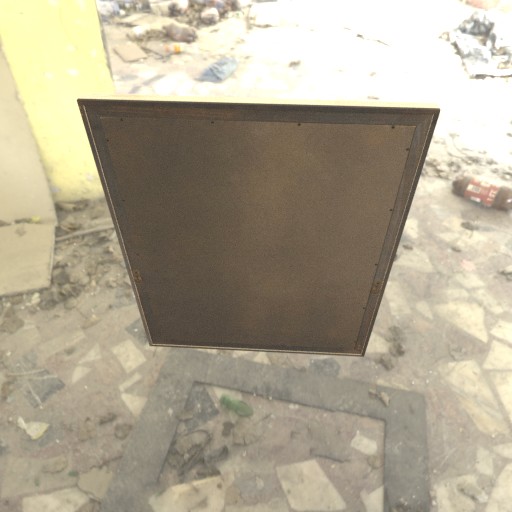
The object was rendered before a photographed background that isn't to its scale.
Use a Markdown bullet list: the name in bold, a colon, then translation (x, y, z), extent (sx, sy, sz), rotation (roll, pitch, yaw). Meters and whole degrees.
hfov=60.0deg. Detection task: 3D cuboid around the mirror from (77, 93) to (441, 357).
- **mirror**: translation (0.000, 0.000, 1.209), extent (0.730, 0.882, 0.032), rotation (2, 45, 2)
